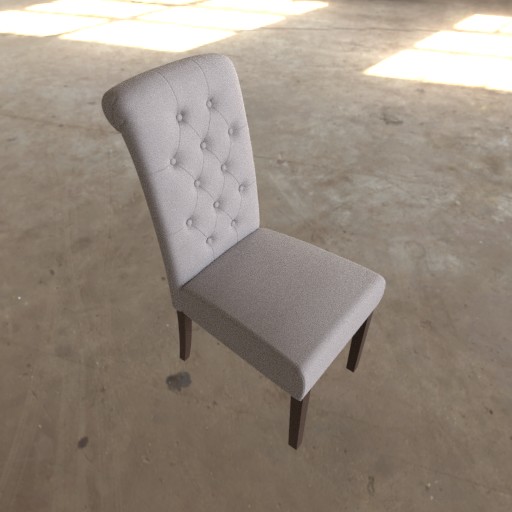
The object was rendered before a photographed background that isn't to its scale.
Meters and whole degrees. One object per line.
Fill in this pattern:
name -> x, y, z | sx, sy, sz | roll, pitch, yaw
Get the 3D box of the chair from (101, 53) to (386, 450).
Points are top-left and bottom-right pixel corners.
chair -> 0.000, 0.000, 1.341 | 0.671, 1.006, 0.456 | 27, 48, 28
